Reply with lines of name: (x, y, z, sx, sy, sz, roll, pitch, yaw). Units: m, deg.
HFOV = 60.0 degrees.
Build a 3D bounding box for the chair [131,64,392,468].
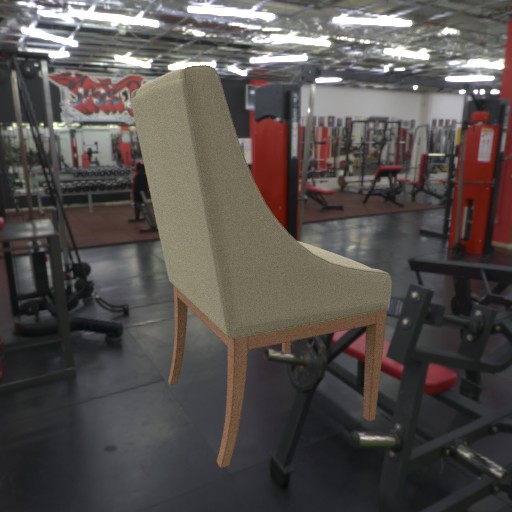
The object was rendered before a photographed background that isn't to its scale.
chair: (0.000, 0.000, 1.397, 0.611, 1.021, 0.575, -7, 16, -26)
